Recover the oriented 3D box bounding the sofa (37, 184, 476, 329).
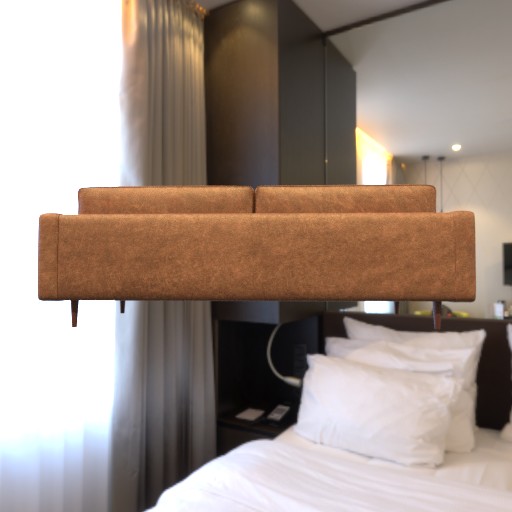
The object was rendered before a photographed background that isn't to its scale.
[{"bbox_3d":[0.000,0.000,2.653,2.210,0.762,0.914,0,-2,2],"label":"sofa"}]
